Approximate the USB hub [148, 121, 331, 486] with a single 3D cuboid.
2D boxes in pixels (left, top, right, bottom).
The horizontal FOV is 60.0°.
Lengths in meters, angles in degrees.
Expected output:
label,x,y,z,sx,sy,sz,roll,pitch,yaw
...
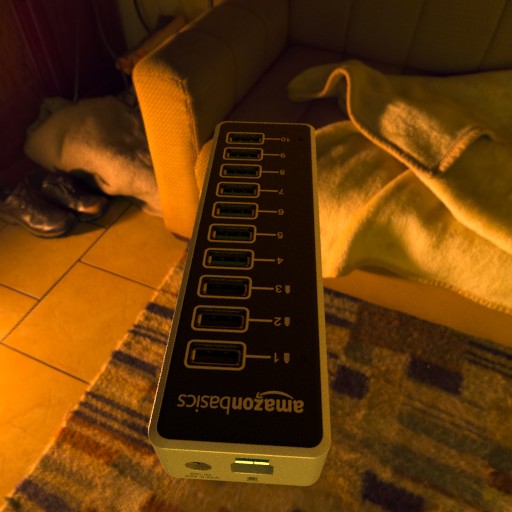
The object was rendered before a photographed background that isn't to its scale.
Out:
label,x,y,z,sx,sy,sz,roll,pitch,yaw
USB hub,0.000,0.000,0.160,0.044,0.023,0.145,3,48,2
